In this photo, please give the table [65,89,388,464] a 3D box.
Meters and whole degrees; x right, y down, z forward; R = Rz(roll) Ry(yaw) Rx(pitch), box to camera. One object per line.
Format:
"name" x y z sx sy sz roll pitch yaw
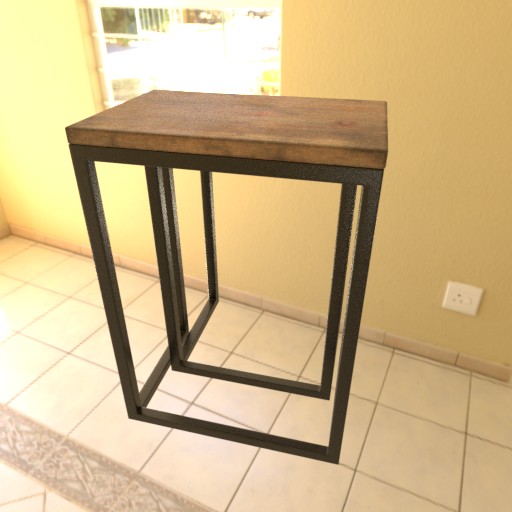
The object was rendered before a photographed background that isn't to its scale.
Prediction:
"table" 0.000 0.000 0.922 0.456 0.615 0.460 9 32 14
